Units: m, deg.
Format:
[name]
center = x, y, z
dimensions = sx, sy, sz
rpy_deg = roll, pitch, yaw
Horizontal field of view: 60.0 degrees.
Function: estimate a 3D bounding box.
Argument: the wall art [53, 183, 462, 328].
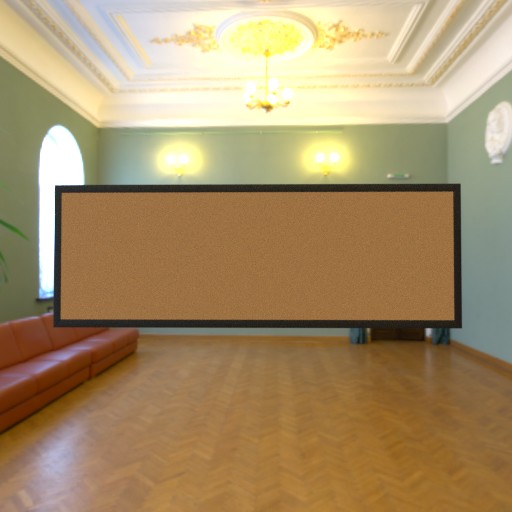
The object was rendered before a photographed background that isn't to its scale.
[wall art]
center = 0.000, 0.000, 0.953
dimensions = 0.860, 0.303, 0.037
rpy_deg = 0, -1, 1
